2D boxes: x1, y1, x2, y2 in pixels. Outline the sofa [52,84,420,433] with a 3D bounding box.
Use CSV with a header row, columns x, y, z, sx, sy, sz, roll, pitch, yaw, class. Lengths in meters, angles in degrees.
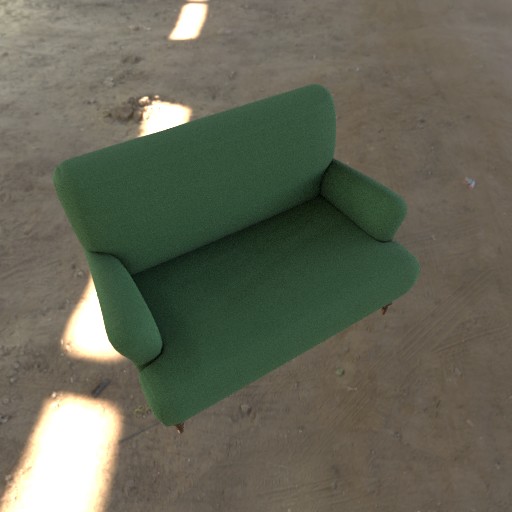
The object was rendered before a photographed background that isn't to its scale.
x,y,z,sx,sy,sz,roll,pitch,yaw,class
0.000,0.000,1.814,1.297,0.889,0.779,-25,52,-21,sofa
